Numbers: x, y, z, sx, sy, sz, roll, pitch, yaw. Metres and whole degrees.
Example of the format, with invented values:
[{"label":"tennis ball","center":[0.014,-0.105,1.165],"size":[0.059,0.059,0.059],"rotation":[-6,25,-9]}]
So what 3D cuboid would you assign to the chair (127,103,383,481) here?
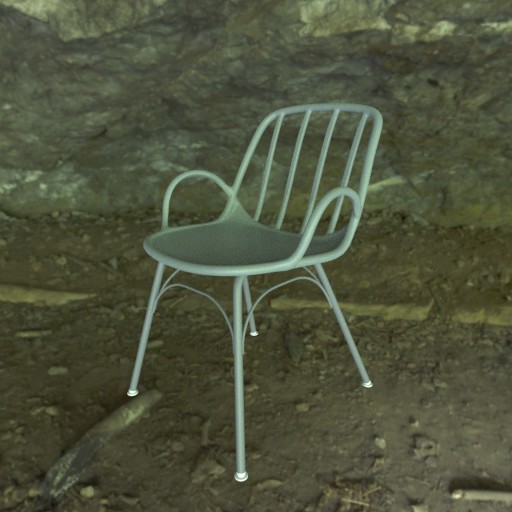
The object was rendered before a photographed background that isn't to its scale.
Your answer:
[{"label":"chair","center":[0.000,0.000,1.226],"size":[0.549,0.816,0.597],"rotation":[16,23,42]}]
